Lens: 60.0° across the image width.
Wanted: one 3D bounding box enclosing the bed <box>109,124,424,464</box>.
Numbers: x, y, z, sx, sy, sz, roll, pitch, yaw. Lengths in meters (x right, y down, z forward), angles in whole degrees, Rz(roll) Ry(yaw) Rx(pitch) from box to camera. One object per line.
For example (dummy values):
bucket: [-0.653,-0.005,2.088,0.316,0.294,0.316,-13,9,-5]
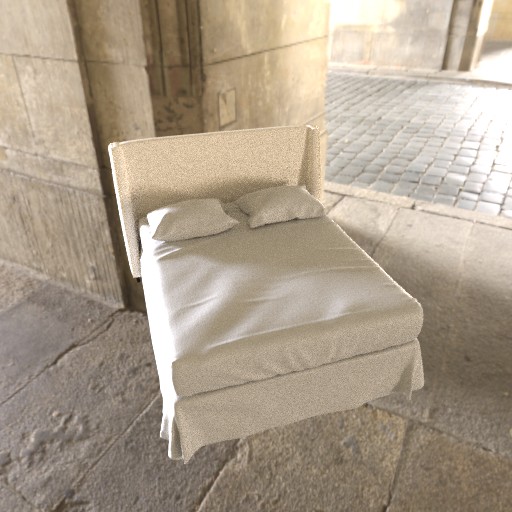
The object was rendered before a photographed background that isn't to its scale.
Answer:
bed: [0.000,0.000,3.432,1.925,1.332,2.276,-10,33,-15]
